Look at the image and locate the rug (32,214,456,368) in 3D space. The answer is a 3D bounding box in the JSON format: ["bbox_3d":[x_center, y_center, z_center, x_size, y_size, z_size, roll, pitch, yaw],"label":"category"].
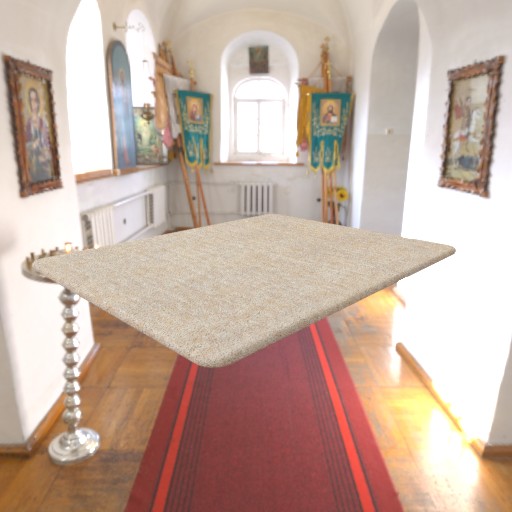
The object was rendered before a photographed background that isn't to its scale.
[{"bbox_3d":[0.000,0.000,3.296,2.009,0.048,2.528,15,22,42],"label":"rug"}]
